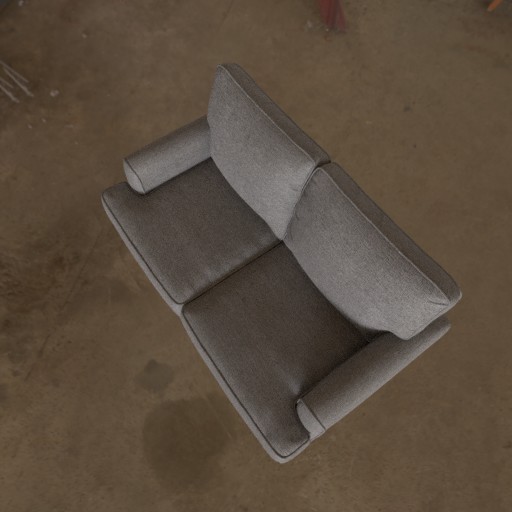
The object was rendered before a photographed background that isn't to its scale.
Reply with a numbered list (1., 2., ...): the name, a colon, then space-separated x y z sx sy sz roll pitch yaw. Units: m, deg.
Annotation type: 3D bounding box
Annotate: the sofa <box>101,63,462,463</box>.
1. sofa: 0.000 0.000 2.175 0.965 0.965 1.651 -33 68 -15
